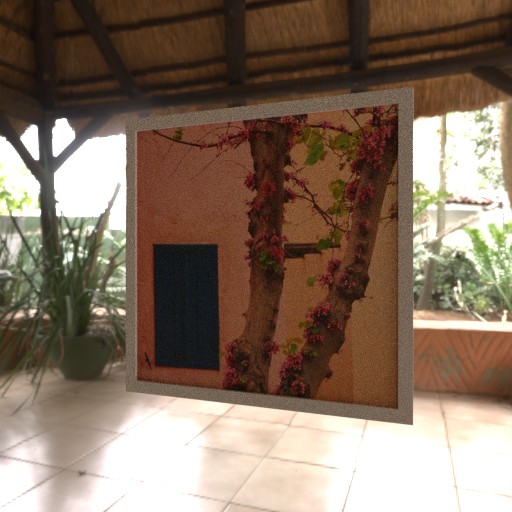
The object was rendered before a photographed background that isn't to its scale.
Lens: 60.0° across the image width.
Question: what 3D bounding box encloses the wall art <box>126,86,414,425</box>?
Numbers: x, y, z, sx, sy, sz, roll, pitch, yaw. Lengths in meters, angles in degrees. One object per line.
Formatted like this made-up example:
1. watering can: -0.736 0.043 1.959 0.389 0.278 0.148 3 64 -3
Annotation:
1. wall art: 0.000 0.000 1.139 0.762 0.762 0.038 0 0 19
